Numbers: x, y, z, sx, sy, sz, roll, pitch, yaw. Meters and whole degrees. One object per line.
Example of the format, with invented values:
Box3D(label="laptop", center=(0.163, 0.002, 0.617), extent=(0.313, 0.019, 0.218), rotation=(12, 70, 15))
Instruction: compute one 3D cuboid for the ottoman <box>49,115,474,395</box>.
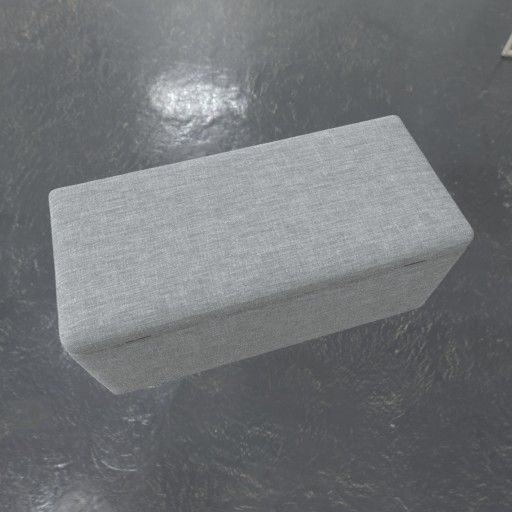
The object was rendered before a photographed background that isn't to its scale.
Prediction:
Box3D(label="ottoman", center=(0.000, 0.000, 1.147), extent=(0.902, 0.432, 0.419), rotation=(-14, 61, -8))
